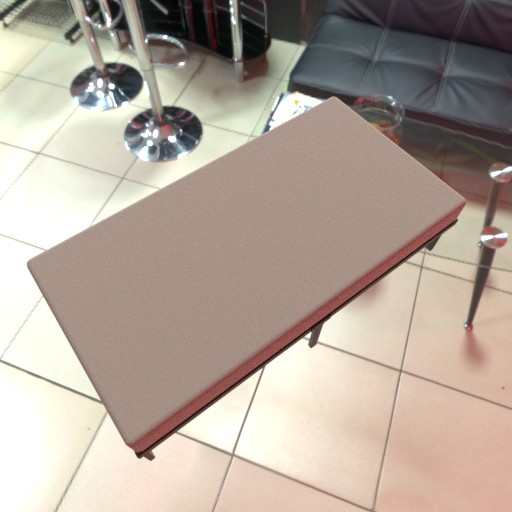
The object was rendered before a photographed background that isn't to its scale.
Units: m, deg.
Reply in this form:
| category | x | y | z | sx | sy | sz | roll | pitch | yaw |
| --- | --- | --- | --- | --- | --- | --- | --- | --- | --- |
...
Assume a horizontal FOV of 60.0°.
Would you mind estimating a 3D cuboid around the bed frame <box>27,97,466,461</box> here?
| category | x | y | z | sx | sy | sz | roll | pitch | yaw |
| --- | --- | --- | --- | --- | --- | --- | --- | --- | --- |
| bed frame | 0.000 | 0.000 | 3.174 | 2.635 | 0.680 | 1.393 | -33 | 64 | -18 |
